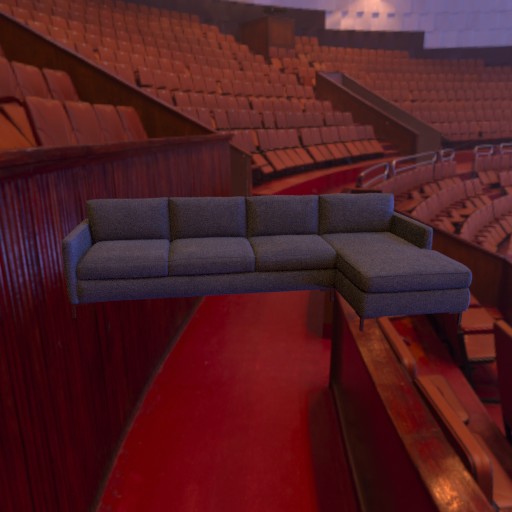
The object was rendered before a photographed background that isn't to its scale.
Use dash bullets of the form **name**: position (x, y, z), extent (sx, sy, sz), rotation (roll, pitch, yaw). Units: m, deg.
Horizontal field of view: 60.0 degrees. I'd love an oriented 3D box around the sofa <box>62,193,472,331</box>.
- **sofa**: position (0.000, 0.000, 3.545), extent (2.932, 0.810, 1.350), rotation (-2, 17, -8)
